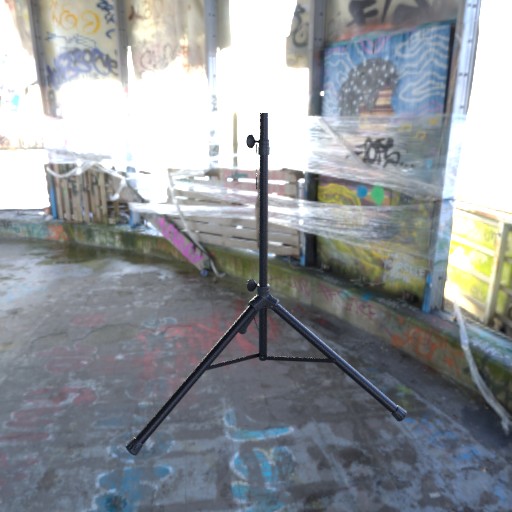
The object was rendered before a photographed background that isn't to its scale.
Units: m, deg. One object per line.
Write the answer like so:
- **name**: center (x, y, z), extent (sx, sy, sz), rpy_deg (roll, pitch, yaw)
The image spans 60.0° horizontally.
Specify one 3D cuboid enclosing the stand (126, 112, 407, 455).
- **stand**: center (0.000, 0.000, 1.853), extent (1.045, 1.136, 0.907), rpy_deg (-3, 17, -9)
